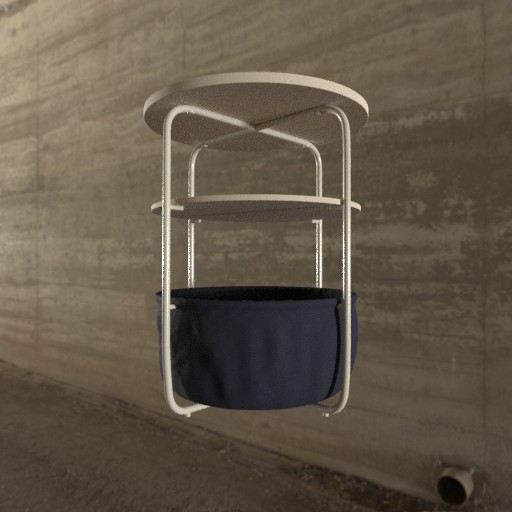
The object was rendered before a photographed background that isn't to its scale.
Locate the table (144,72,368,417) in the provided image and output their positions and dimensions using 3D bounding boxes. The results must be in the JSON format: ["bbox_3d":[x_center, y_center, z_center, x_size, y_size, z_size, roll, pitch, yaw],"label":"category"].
[{"bbox_3d":[0.000,0.000,0.850,0.418,0.532,0.418,0,0,0],"label":"table"}]
